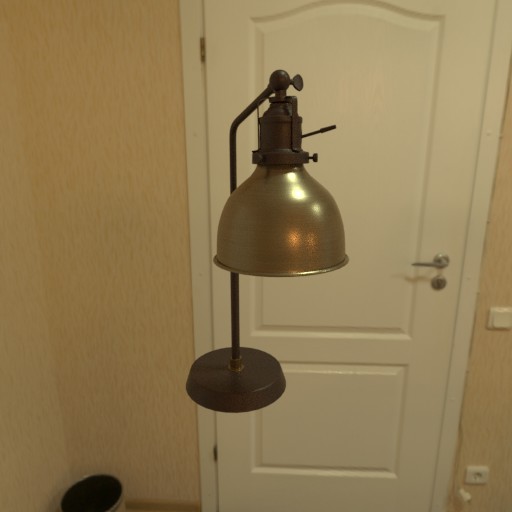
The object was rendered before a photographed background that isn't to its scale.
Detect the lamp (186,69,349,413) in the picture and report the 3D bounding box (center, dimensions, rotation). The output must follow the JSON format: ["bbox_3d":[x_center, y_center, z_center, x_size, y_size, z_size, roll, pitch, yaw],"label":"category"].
[{"bbox_3d":[0.000,0.000,0.615,0.175,0.469,0.298,-8,17,-25],"label":"lamp"}]
